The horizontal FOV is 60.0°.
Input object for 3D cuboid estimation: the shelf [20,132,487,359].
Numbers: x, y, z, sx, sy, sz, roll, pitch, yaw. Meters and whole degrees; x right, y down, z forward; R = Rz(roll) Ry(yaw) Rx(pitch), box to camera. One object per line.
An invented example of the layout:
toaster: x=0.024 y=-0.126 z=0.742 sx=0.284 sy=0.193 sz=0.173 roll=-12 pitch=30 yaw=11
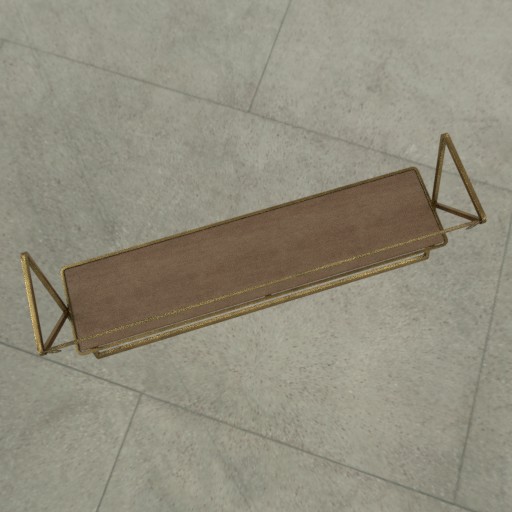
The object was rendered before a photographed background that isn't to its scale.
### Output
shelf: x=0.000 y=0.000 z=0.735 sx=0.645 sy=0.229 sz=0.150 roll=-16 pitch=76 yaw=-4
